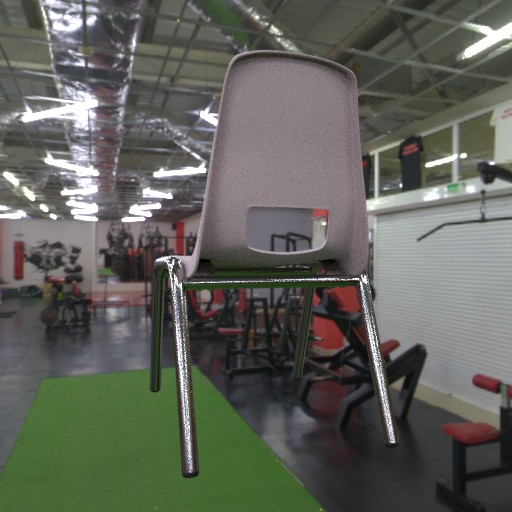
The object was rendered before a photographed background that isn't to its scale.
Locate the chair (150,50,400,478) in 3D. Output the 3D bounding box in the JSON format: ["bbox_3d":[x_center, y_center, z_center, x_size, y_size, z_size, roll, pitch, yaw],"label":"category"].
[{"bbox_3d":[0.000,0.000,0.821,0.354,0.586,0.423,0,0,-17],"label":"chair"}]
